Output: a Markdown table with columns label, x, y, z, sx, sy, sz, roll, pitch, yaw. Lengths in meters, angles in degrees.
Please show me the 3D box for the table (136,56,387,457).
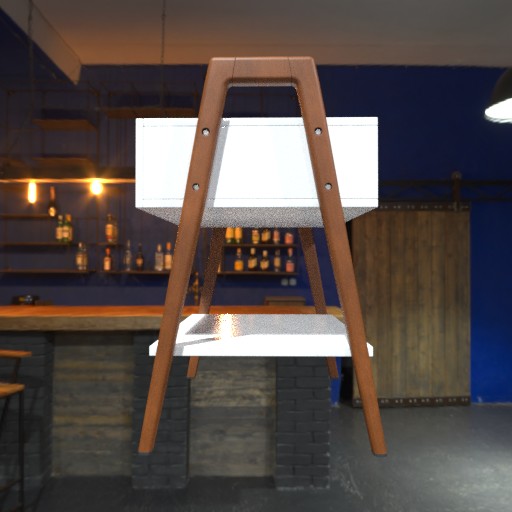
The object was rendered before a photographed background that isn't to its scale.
| label | x | y | z | sx | sy | sz | roll | pitch | yaw |
| --- | --- | --- | --- | --- | --- | --- | --- | --- | --- |
| table | 0.000 | 0.000 | 0.901 | 0.405 | 0.610 | 0.457 | 0 | -1 | 1 |
